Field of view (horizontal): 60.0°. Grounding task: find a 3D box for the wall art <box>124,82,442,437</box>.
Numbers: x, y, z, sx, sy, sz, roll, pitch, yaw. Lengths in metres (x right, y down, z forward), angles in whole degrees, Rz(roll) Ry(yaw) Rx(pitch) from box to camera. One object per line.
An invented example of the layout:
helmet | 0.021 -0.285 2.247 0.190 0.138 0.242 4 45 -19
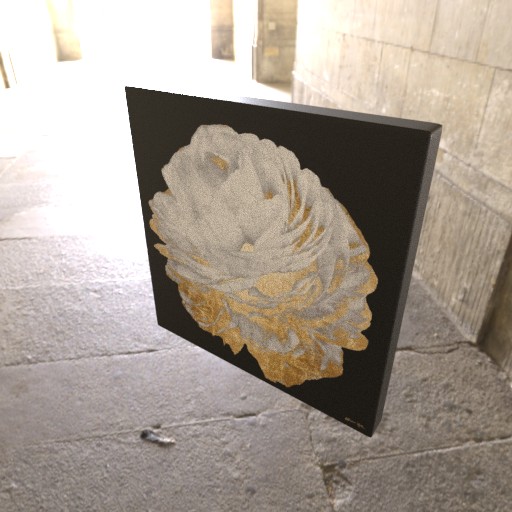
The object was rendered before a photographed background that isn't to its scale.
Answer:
wall art | 0.000 0.000 0.603 0.406 0.407 0.041 20 36 30
